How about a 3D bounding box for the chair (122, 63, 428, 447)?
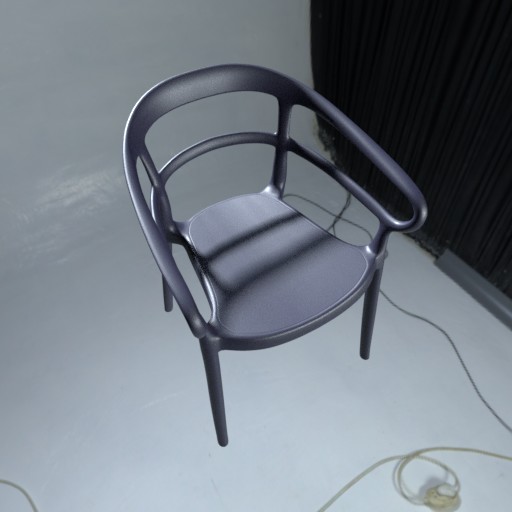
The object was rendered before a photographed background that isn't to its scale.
[{"bbox_3d":[0.000,0.000,1.130,0.559,0.761,0.527,-24,52,-21],"label":"chair"}]
